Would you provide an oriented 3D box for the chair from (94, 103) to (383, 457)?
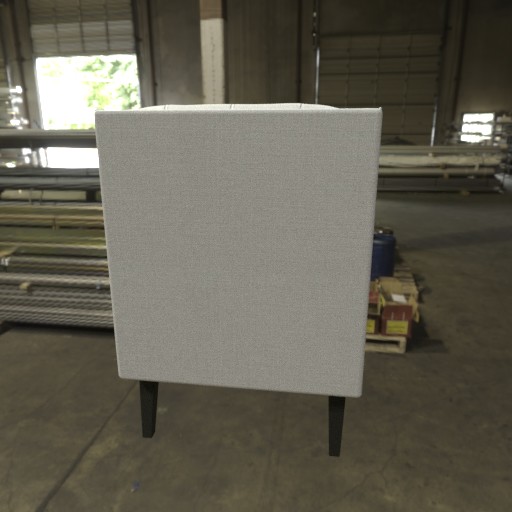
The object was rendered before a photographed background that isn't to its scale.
[{"bbox_3d":[0.000,0.000,1.424,0.658,0.891,0.772,2,16,8],"label":"chair"}]
